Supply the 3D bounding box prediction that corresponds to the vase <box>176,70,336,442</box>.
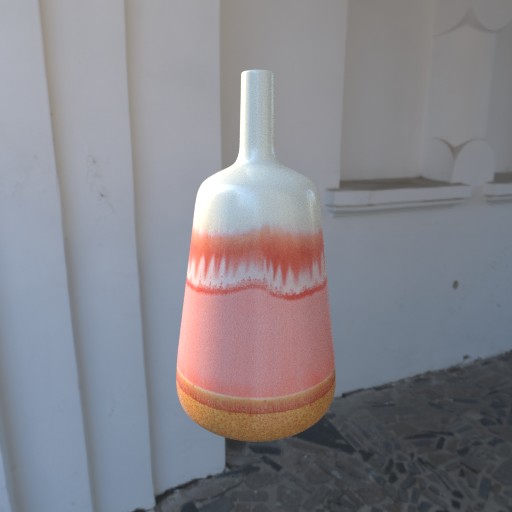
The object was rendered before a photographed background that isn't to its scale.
[{"bbox_3d":[0.000,0.000,0.382,0.144,0.296,0.144,0,13,0],"label":"vase"}]
